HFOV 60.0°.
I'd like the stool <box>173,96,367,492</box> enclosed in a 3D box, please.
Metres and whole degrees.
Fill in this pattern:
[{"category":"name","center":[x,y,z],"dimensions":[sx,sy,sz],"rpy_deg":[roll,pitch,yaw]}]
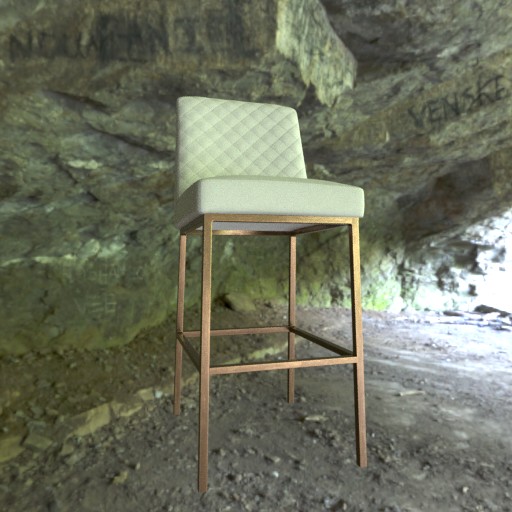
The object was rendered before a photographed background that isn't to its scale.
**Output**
[{"category":"stool","center":[0.000,0.000,1.332],"dimensions":[0.462,1.084,0.546],"rpy_deg":[0,0,-17]}]
